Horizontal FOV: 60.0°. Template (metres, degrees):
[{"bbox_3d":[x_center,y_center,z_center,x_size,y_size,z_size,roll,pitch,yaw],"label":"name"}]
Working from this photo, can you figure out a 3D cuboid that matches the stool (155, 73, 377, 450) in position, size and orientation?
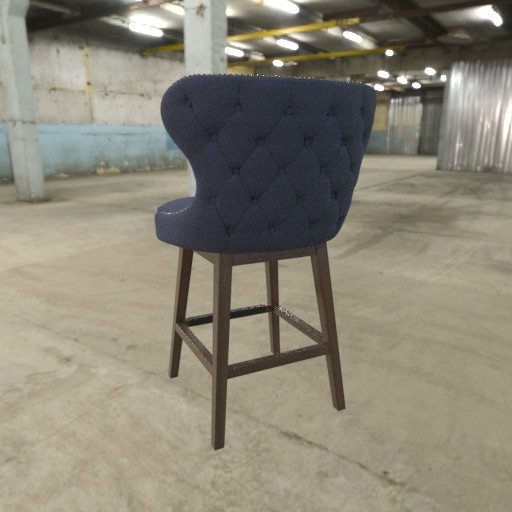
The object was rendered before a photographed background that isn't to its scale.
[{"bbox_3d":[0.000,0.000,1.369,0.615,0.972,0.597,-7,16,-26],"label":"stool"}]
